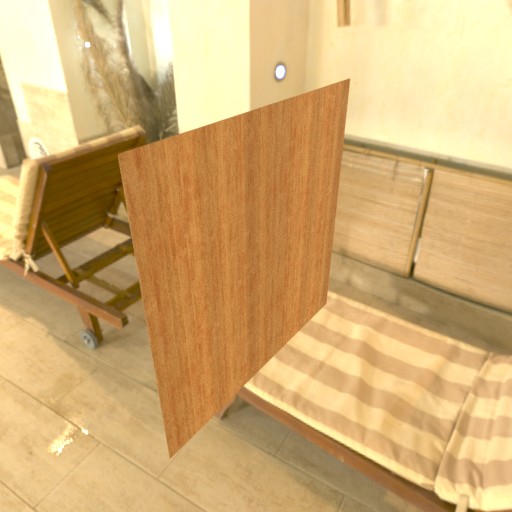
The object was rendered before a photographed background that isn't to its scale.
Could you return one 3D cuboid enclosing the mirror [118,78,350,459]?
[{"bbox_3d":[0.000,0.000,0.976,0.047,0.651,0.651,22,38,31],"label":"mirror"}]
